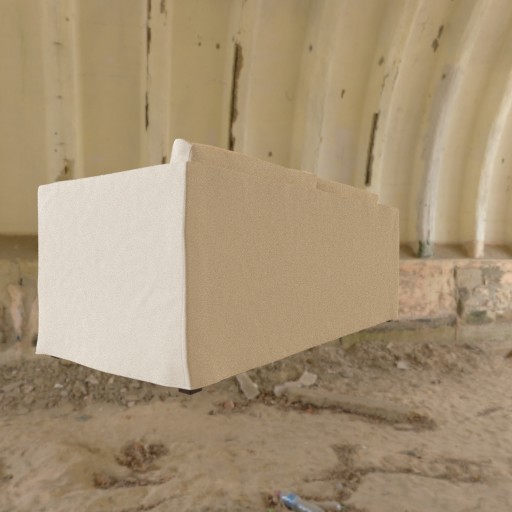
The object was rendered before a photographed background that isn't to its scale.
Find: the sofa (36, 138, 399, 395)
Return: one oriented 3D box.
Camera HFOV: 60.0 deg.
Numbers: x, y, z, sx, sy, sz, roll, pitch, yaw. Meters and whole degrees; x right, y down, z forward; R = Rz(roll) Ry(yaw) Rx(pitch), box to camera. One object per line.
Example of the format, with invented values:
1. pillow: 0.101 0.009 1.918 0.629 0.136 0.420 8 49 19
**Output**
1. sofa: 0.000 0.000 2.421 0.940 0.870 1.987 1 1 37
